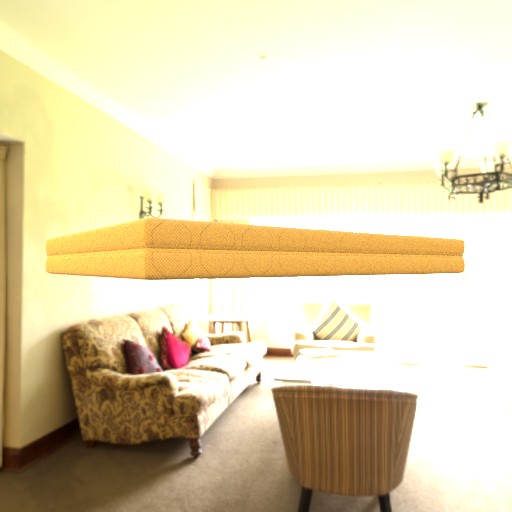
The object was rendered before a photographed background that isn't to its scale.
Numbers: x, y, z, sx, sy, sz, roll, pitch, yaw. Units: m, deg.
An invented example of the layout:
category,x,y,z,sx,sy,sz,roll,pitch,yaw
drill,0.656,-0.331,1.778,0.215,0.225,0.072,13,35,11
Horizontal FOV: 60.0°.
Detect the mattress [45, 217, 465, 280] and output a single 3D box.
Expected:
category,x,y,z,sx,sy,sz,roll,pitch,yaw
mattress,0.000,0.000,2.487,1.900,0.200,1.400,1,-2,-37
